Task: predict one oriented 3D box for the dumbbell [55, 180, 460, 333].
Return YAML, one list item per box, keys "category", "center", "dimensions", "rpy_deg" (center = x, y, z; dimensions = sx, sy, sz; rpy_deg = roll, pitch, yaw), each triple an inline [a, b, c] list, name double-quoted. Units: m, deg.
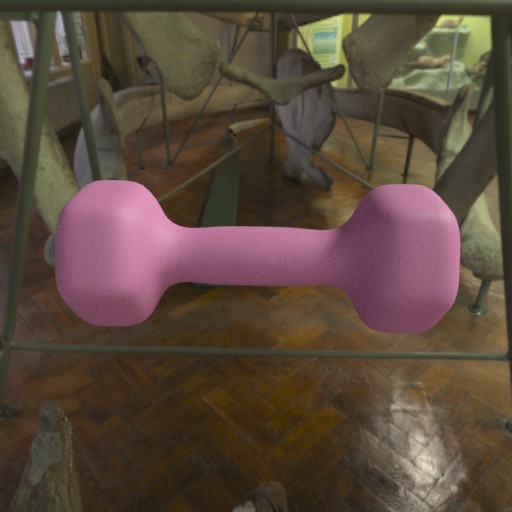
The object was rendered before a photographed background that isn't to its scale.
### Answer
- category: "dumbbell"
  center: [0.000, 0.000, 0.189]
  dimensions: [0.159, 0.058, 0.064]
  rpy_deg: [1, 30, 2]
